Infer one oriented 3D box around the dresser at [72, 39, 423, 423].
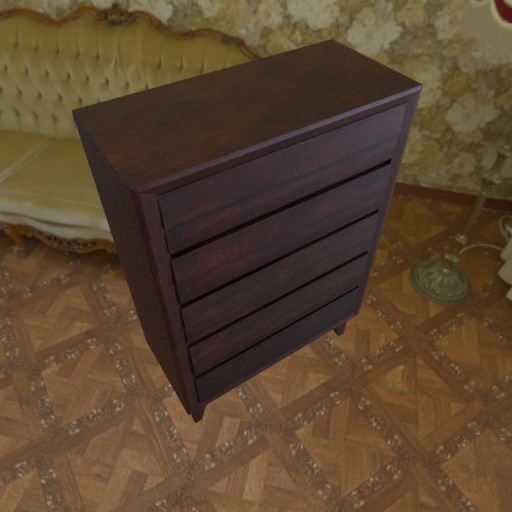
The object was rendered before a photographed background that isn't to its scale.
[{"bbox_3d":[0.000,0.000,2.012,1.072,1.514,0.506,-25,51,-22],"label":"dresser"}]
